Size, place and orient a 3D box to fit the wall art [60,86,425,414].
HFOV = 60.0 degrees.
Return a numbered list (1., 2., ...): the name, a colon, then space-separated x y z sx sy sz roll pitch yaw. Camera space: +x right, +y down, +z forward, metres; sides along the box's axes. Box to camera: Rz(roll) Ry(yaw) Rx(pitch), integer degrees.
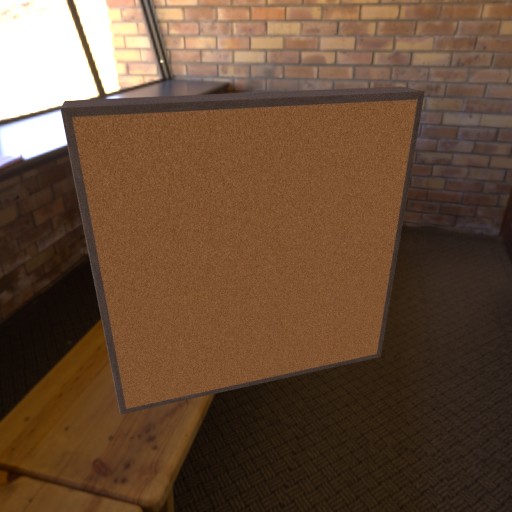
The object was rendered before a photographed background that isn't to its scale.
1. wall art: 0.000 0.000 0.440 0.303 0.302 0.038 -8 29 -15
